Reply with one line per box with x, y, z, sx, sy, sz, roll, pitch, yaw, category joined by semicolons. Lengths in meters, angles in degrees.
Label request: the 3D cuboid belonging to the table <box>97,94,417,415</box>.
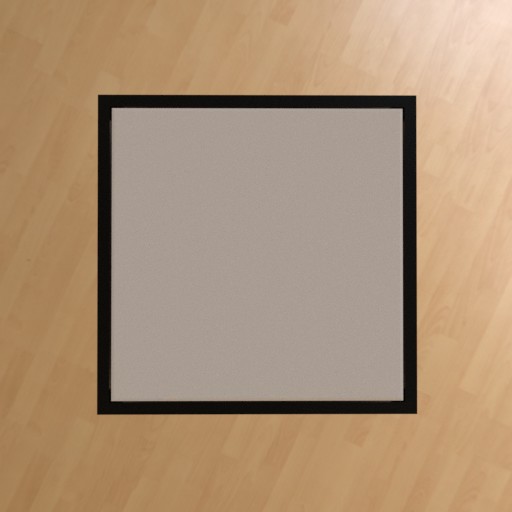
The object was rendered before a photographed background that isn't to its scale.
0.000;0.000;0.794;0.378;0.540;0.378;0;90;0;table
